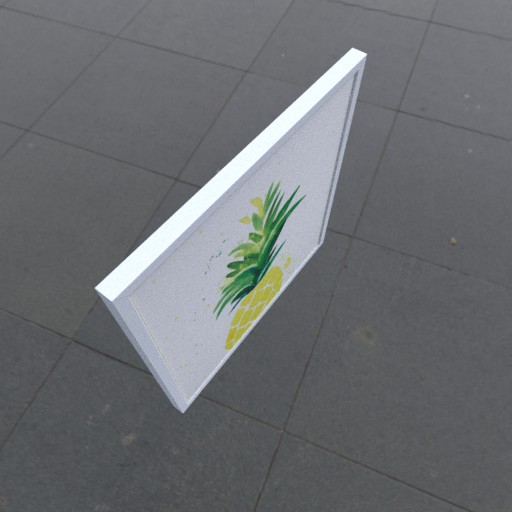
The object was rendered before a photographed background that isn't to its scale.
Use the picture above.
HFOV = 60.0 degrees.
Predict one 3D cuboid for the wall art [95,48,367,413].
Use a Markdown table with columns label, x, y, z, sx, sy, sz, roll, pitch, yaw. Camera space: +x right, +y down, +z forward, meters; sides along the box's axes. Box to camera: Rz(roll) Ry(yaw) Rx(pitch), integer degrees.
| label | x | y | z | sx | sy | sz | roll | pitch | yaw |
| --- | --- | --- | --- | --- | --- | --- | --- | --- | --- |
| wall art | 0.000 | 0.000 | 1.154 | 0.038 | 0.761 | 0.763 | 33 | 64 | 19 |
